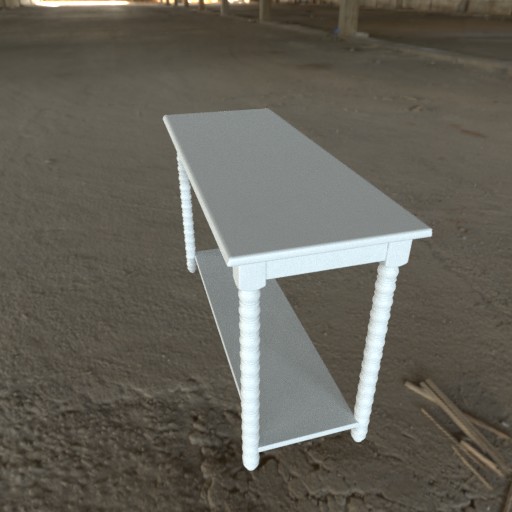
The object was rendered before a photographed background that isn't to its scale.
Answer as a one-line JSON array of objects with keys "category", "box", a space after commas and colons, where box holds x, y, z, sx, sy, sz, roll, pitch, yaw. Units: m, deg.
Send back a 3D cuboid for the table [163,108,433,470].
[{"category": "table", "box": [0.000, 0.000, 1.565, 0.459, 0.740, 1.184, -8, 32, -14]}]
